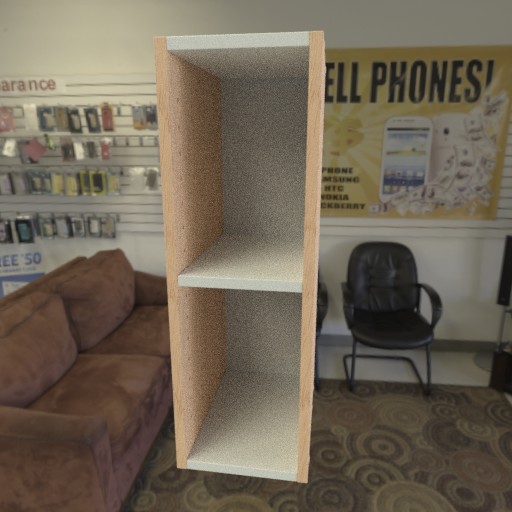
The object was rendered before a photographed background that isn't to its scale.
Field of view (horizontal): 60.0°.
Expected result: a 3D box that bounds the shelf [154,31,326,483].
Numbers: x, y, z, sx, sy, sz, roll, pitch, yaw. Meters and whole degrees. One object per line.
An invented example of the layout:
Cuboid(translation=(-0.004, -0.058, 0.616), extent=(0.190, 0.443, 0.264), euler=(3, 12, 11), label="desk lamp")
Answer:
Cuboid(translation=(0.000, 0.000, 0.720), extent=(0.200, 0.600, 0.290), euler=(2, 15, 9), label="shelf")
